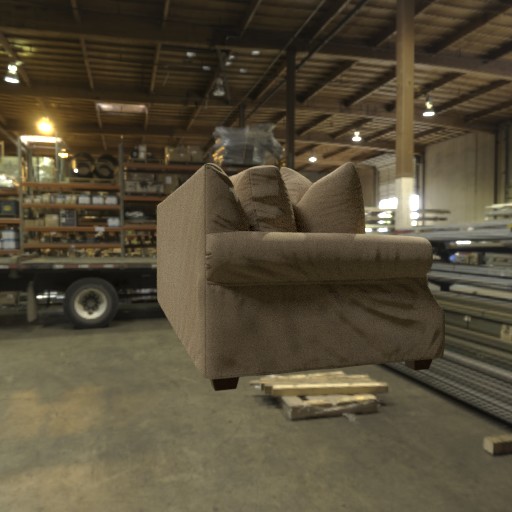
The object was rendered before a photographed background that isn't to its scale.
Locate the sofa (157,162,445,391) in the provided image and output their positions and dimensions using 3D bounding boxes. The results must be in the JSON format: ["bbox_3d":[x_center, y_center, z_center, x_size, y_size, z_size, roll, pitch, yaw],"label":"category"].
[{"bbox_3d":[0.000,0.000,2.745,1.067,0.904,2.285,-1,3,-17],"label":"sofa"}]
